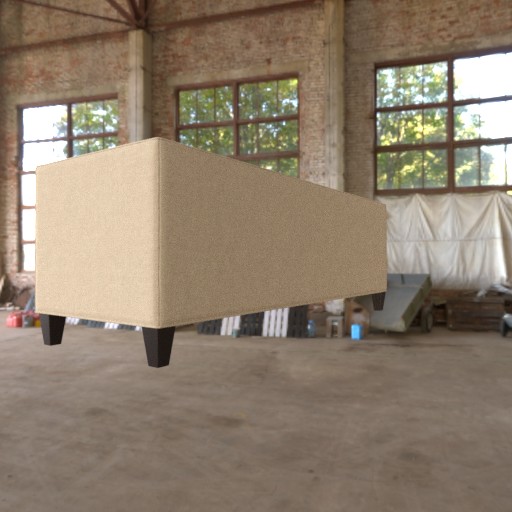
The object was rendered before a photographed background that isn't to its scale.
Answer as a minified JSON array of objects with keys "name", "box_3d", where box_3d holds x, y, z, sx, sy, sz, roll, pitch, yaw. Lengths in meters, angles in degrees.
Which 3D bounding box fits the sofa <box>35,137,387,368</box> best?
[{"name":"sofa","box_3d":[0.000,0.000,2.530,0.775,0.762,2.159,0,-1,36]}]
